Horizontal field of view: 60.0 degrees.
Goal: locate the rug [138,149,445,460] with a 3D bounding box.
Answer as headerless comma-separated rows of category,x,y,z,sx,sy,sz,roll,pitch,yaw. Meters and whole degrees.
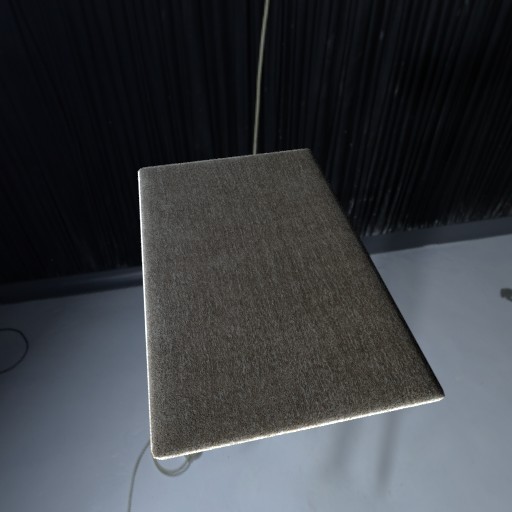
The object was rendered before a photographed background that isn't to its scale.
rug,0.000,0.000,3.063,1.539,0.024,2.469,-9,46,-8
